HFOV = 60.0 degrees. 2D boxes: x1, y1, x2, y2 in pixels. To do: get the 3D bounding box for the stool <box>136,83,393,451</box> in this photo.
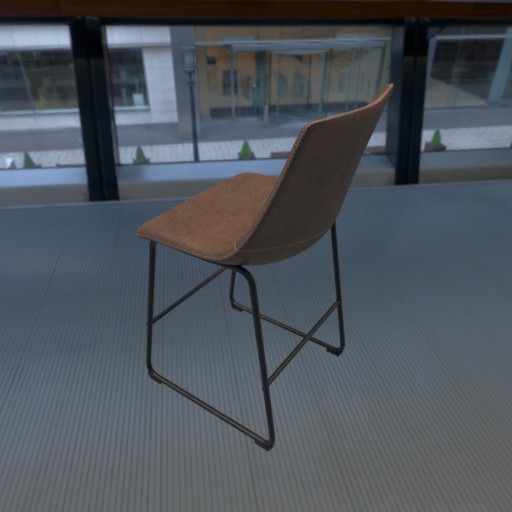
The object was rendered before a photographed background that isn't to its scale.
[{"bbox_3d":[0.000,0.000,1.203,0.550,0.890,0.460,21,38,29],"label":"stool"}]
